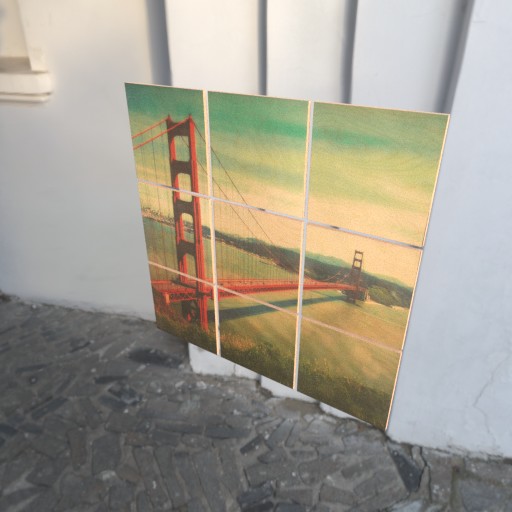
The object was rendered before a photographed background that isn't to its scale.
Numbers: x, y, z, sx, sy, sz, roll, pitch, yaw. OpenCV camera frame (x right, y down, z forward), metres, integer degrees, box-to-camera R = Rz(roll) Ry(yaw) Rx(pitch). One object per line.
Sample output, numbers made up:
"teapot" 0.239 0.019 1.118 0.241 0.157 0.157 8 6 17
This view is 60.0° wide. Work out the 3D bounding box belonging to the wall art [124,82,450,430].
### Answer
"wall art" 0.000 0.000 1.751 1.217 1.207 0.016 17 33 28
